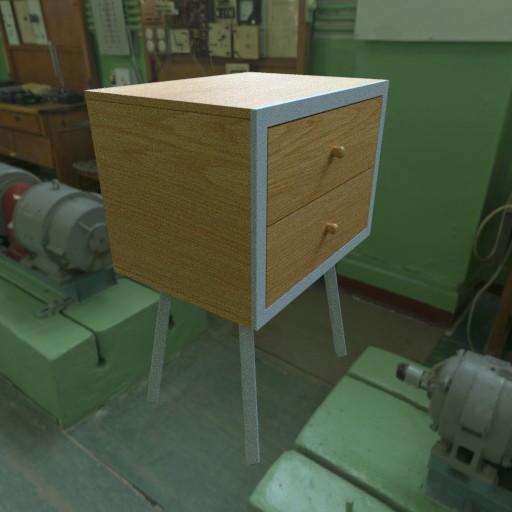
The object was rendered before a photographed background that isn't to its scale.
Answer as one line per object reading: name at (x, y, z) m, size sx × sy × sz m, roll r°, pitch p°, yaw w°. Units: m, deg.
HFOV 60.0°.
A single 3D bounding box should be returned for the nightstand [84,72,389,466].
nightstand at (0.000, 0.000, 0.831) m, size 0.316 × 0.601 × 0.400 m, roll 18°, pitch 32°, yaw 31°
